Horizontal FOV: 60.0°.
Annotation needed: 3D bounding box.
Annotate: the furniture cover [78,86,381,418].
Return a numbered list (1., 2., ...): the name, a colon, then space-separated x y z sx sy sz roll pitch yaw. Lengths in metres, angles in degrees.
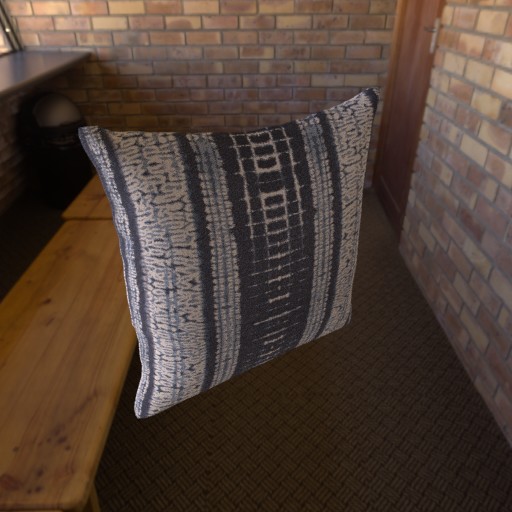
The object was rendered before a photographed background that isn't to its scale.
1. furniture cover: 0.000 0.000 0.651 0.425 0.435 0.133 -18 36 -28
